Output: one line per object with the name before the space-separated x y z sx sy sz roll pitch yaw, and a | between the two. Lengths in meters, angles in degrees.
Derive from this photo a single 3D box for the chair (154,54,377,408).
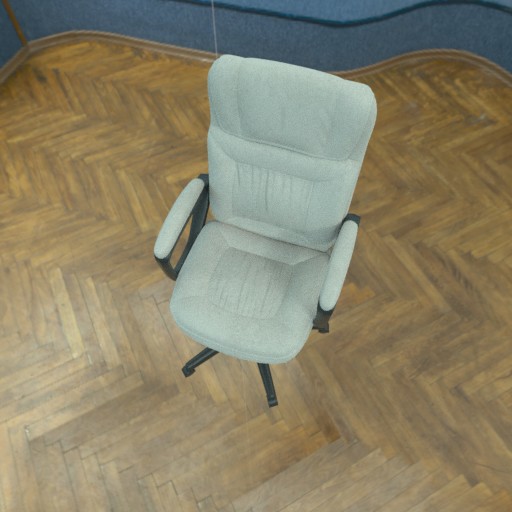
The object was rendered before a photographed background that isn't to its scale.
chair | 0.000 0.000 1.578 0.667 1.105 0.724 17 60 10
